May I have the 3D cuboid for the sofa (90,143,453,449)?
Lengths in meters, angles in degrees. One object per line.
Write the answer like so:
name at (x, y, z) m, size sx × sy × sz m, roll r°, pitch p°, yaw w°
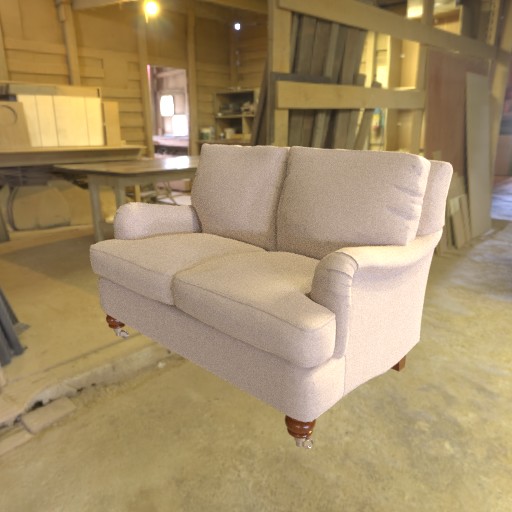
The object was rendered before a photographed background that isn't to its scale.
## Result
sofa at (0.000, 0.000, 2.211) m, size 1.508 × 1.048 × 1.087 m, roll 15°, pitch 22°, yaw 41°
